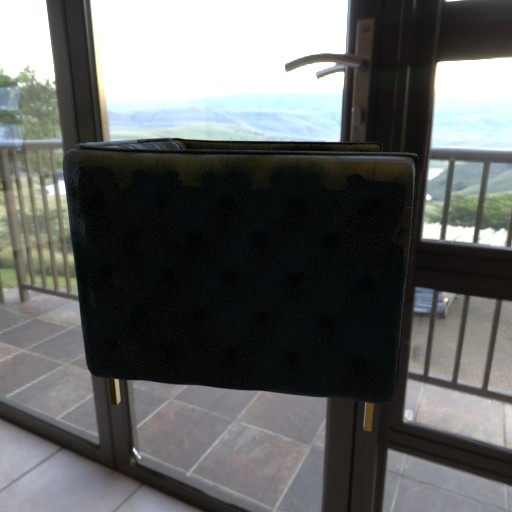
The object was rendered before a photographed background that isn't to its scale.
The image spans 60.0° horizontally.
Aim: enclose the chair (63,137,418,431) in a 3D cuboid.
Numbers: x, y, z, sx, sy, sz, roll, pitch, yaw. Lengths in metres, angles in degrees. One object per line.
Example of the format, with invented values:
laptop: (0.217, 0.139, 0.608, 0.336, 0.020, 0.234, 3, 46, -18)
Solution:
chair: (0.000, 0.000, 1.520, 0.877, 0.771, 0.868, 3, 16, 9)
